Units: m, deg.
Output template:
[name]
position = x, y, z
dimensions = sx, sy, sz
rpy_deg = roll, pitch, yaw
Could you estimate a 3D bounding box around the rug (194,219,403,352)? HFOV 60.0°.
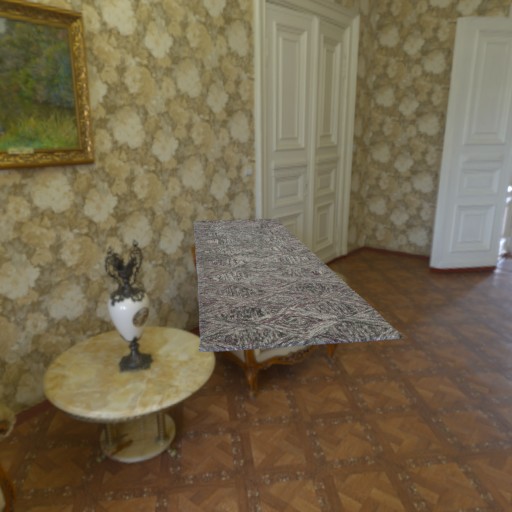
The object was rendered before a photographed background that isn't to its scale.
[rug]
position = 0.000, 0.000, 2.594
dimensions = 0.719, 0.013, 2.305
rpy_deg = -2, 15, -8
